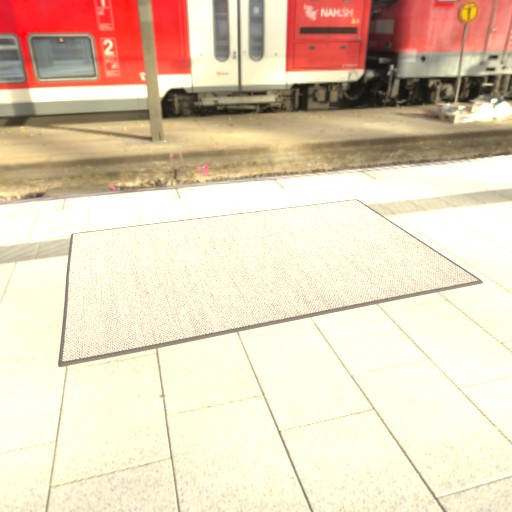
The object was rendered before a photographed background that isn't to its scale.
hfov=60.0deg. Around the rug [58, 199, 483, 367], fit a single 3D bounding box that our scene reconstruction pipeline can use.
[{"bbox_3d":[0.000,0.000,2.083,1.676,0.013,1.067,-9,29,-16],"label":"rug"}]
